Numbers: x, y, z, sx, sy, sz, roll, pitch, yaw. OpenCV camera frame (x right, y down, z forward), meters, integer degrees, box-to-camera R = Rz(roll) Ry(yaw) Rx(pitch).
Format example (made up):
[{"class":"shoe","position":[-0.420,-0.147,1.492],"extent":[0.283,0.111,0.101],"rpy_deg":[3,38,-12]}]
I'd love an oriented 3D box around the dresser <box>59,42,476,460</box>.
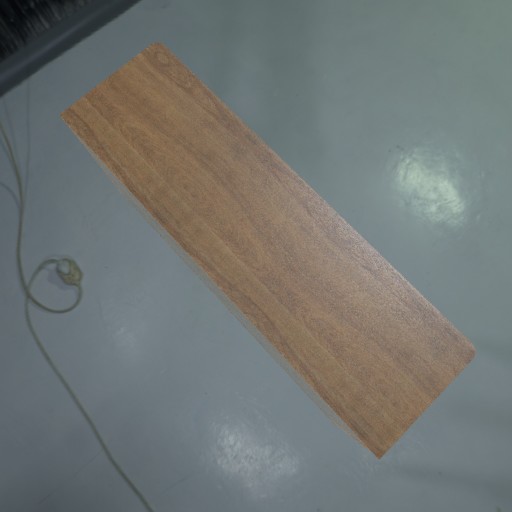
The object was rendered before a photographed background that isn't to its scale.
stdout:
[{"class":"dresser","position":[0.000,0.000,1.937],"extent":[0.468,0.892,1.583],"rpy_deg":[-42,80,-9]}]
